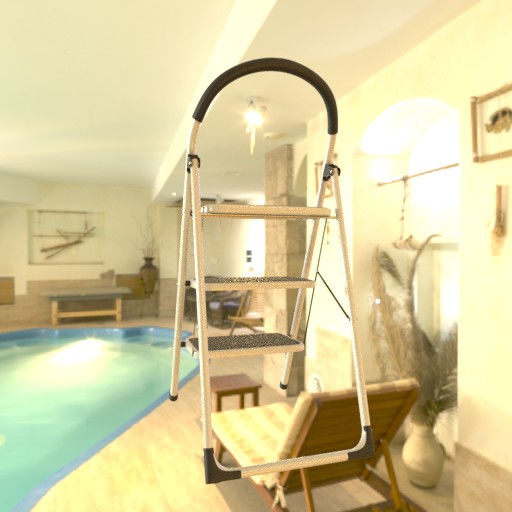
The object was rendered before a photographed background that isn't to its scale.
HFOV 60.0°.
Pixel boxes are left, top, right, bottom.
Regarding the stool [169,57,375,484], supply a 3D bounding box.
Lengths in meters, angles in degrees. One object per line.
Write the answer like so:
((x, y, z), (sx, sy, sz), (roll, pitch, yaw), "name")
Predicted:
((0.000, 0.000, 1.459), (0.485, 1.109, 0.676), (0, 1, -18), "stool")
